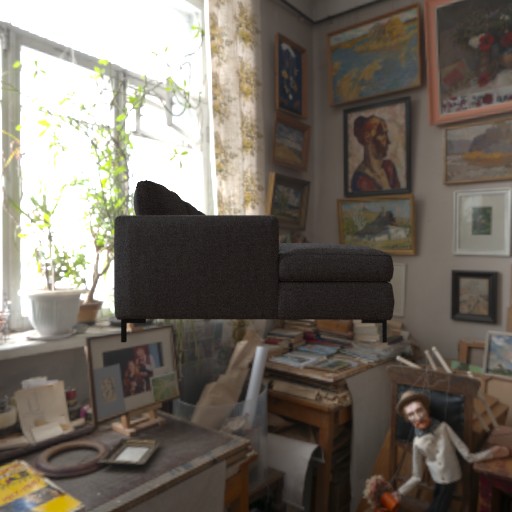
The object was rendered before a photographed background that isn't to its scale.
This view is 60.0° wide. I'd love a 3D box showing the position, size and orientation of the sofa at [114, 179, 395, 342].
[{"bbox_3d":[0.000,0.000,3.299,1.258,0.754,2.731,0,1,0],"label":"sofa"}]
